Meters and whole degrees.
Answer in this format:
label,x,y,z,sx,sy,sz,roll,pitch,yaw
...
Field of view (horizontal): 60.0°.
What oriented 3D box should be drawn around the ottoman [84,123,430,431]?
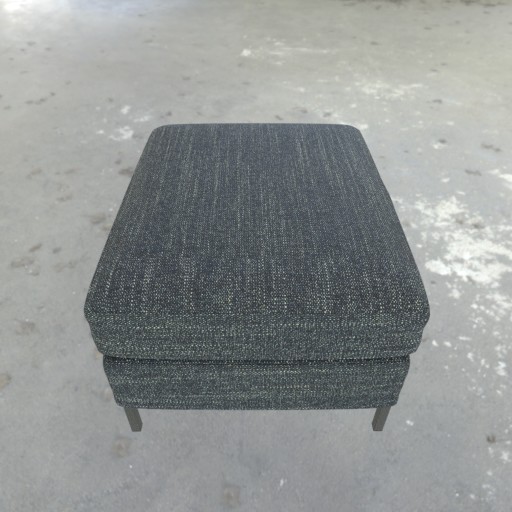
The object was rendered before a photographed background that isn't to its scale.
label,x,y,z,sx,sy,sz,roll,pitch,yaw
ottoman,0.000,0.000,1.226,0.667,0.491,0.814,0,41,0
